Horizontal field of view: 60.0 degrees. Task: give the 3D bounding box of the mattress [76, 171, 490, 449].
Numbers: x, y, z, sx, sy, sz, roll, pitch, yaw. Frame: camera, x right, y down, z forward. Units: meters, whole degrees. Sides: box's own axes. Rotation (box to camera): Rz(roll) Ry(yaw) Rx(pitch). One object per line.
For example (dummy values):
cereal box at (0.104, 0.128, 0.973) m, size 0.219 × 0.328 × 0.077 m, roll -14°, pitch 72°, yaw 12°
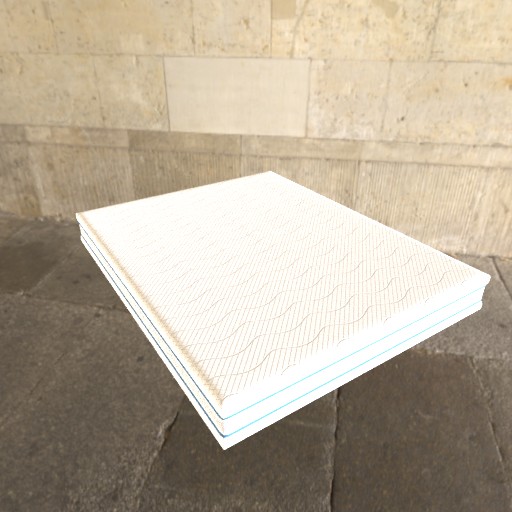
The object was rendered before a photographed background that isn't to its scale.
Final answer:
mattress at (0.000, 0.000, 2.690) m, size 1.600 × 0.230 × 2.000 m, roll -18°, pitch 34°, yaw -29°
